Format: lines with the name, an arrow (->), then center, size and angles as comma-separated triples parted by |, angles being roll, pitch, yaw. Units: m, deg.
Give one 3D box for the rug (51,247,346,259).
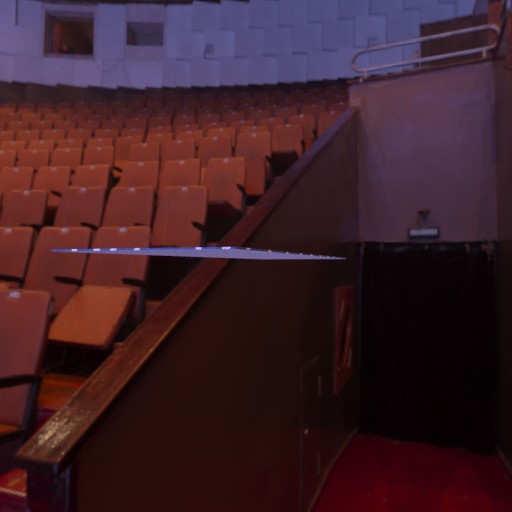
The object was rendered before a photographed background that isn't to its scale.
rug -> 0.000, 0.000, 2.492 | 0.685, 0.006, 2.296 | 0, -1, 19
